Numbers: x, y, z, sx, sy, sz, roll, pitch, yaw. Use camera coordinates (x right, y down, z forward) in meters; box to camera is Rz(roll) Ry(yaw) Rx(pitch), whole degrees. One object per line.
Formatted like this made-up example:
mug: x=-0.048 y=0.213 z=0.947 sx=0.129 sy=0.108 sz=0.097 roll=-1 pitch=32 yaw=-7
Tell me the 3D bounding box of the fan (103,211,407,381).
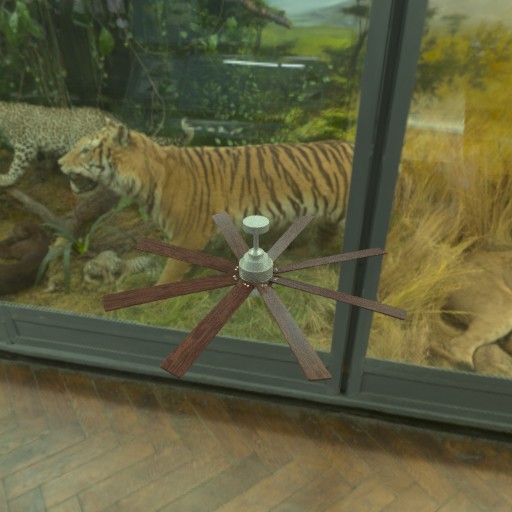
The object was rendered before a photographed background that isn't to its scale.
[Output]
fan: x=0.000 y=0.000 z=2.698 sx=1.830 sy=0.472 sz=1.830 roll=-10 pitch=33 yaw=-16
